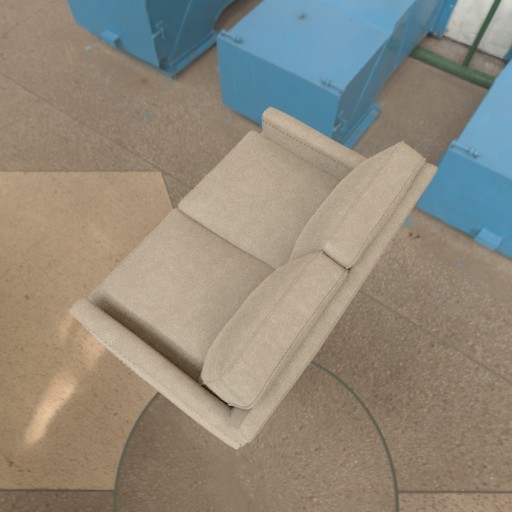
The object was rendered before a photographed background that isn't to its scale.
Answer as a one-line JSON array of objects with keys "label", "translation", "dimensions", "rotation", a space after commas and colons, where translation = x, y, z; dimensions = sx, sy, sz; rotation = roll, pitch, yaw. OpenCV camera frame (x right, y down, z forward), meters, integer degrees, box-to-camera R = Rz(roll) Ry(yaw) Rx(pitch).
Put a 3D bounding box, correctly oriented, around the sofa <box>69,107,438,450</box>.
[{"label": "sofa", "translation": [0.000, 0.000, 2.279], "dimensions": [1.084, 1.002, 1.597], "rotation": [33, 67, 16]}]
